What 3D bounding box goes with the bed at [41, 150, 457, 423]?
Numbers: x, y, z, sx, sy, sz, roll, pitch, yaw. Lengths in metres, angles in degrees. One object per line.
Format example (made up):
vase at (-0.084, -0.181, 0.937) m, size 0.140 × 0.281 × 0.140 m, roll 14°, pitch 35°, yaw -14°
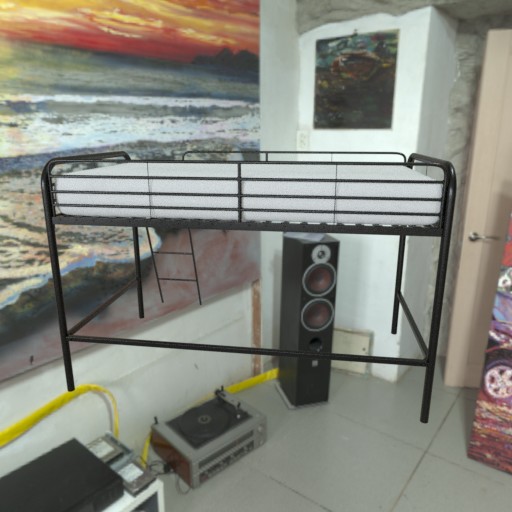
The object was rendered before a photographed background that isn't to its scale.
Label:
bed at (0.000, 0.000, 2.856) m, size 1.968 × 1.289 × 1.393 m, roll 2°, pitch 16°, yaw 8°
